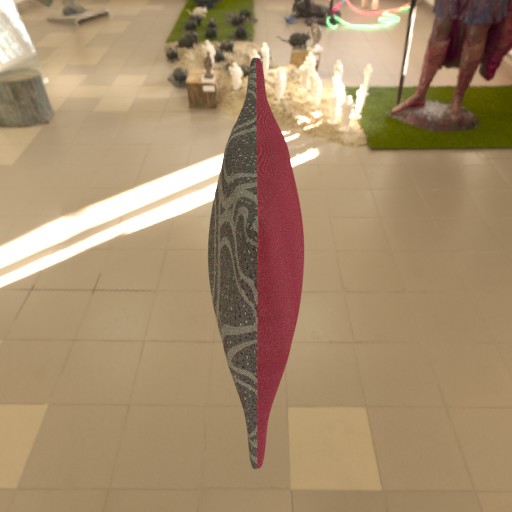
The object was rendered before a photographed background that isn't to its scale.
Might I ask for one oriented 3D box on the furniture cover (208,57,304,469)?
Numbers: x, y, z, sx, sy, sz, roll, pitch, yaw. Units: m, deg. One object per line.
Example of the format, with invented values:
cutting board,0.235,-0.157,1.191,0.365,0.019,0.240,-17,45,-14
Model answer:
furniture cover,0.000,0.000,0.772,0.163,0.513,0.514,0,41,0
